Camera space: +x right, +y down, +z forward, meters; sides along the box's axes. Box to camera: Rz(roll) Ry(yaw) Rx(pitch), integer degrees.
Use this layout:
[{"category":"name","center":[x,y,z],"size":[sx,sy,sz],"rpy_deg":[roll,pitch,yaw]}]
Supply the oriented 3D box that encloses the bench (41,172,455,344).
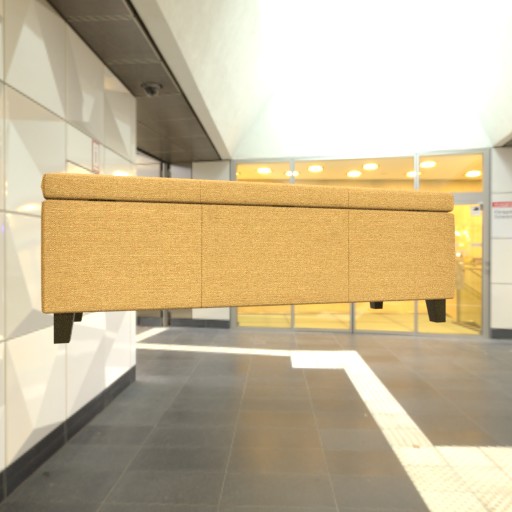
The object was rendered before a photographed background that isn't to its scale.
[{"category":"bench","center":[0.000,0.000,1.481],"size":[1.269,0.438,0.446],"rpy_deg":[0,0,-17]}]
